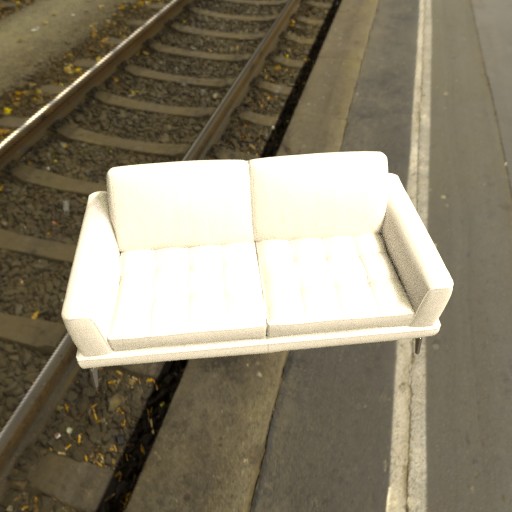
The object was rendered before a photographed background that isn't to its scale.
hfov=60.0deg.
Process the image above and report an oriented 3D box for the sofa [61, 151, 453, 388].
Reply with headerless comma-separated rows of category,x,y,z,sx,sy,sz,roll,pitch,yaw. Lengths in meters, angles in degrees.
sofa,0.000,0.000,2.806,2.177,0.930,1.121,-4,47,-4
